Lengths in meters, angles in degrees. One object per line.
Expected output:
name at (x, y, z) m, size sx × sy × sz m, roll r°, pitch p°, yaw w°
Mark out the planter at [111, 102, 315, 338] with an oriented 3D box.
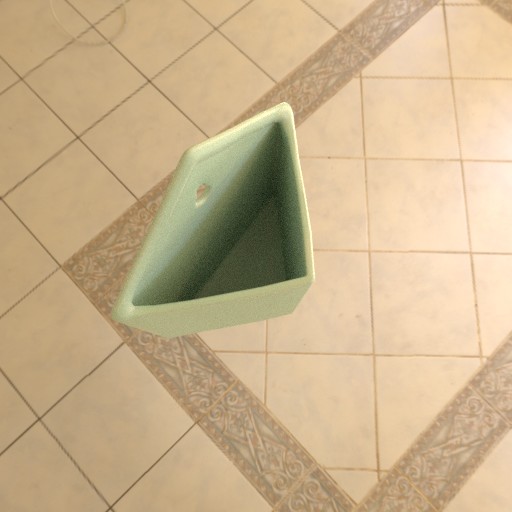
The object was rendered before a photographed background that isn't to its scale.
planter at (0.000, 0.000, 0.284) m, size 0.079 × 0.197 × 0.164 m, roll 36°, pitch 79°, yaw 8°
